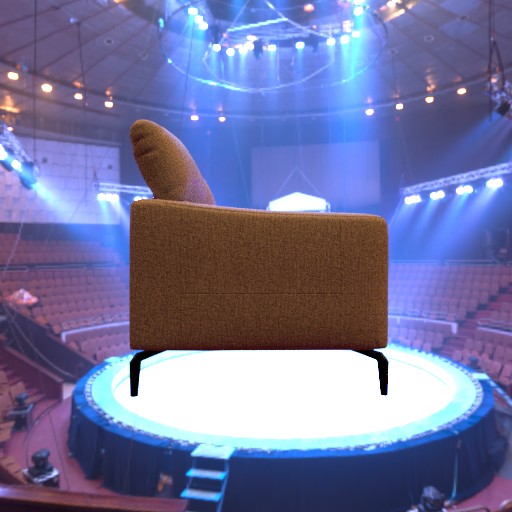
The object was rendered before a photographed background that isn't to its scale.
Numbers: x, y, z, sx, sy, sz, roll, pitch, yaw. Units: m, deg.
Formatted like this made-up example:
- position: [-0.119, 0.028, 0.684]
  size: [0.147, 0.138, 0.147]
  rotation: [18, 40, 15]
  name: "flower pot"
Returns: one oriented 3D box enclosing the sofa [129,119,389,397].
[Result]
- position: [0.000, 0.000, 2.172]
  size: [0.905, 0.950, 1.540]
  rotation: [0, -1, -1]
  name: "sofa"
